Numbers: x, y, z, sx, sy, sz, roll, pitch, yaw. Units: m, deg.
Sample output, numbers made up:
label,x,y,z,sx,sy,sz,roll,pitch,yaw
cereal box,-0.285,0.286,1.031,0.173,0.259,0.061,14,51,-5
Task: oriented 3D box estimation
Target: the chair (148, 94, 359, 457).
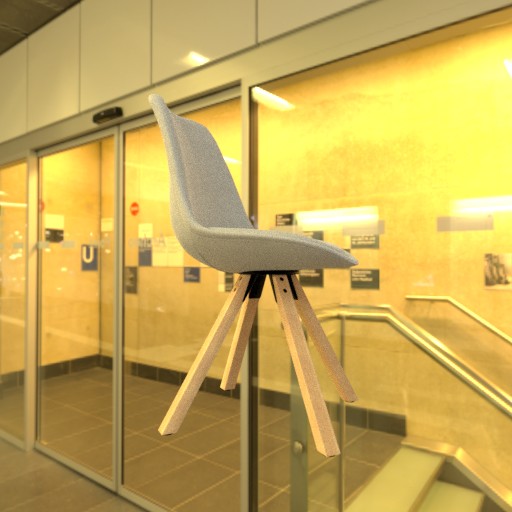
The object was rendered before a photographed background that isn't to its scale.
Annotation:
label,x,y,z,sx,sy,sz,roll,pitch,yaw
chair,0.000,0.000,1.215,0.549,0.863,0.474,0,-1,19
